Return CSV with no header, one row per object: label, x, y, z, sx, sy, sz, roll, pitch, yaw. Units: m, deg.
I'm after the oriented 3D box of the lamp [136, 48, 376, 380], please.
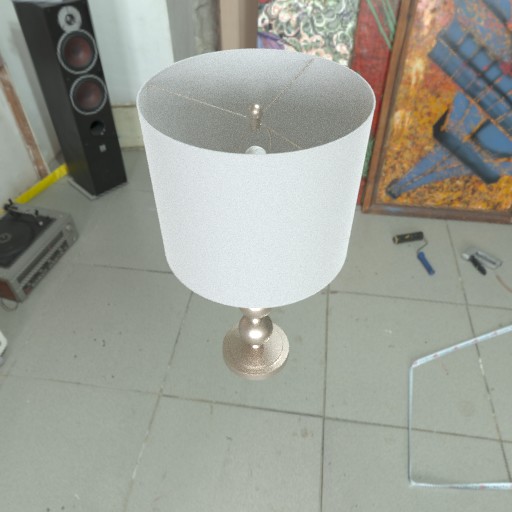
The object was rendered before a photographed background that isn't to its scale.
lamp,0.000,0.000,0.706,0.277,0.538,0.277,-15,47,-15
